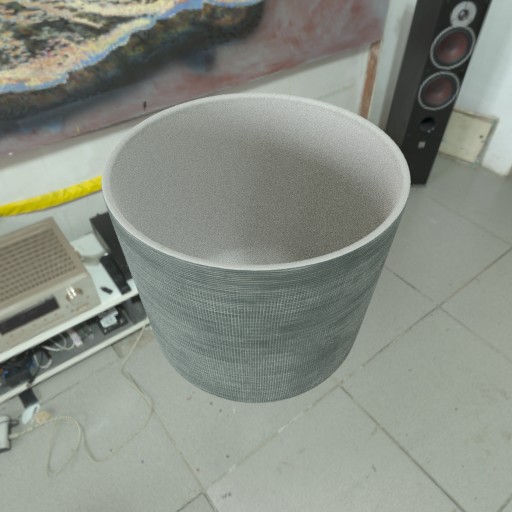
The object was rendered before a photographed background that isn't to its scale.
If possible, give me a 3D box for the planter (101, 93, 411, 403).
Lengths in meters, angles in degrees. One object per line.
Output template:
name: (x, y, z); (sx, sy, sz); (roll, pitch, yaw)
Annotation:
planter: (0.000, 0.000, 0.789); (0.440, 0.398, 0.440); (0, 45, 0)
